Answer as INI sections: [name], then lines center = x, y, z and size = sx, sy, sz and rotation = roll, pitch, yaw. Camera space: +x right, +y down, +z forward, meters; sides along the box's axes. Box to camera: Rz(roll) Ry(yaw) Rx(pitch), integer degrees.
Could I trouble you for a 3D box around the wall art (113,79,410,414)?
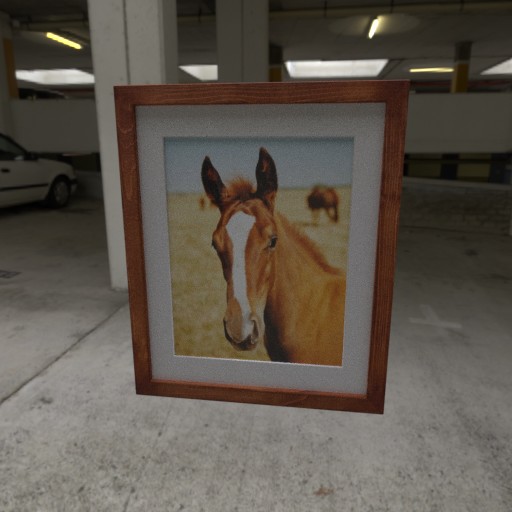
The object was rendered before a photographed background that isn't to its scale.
[wall art]
center = 0.000, 0.000, 0.765
size = 0.462, 0.558, 0.030
rotation = 2, 14, 8
